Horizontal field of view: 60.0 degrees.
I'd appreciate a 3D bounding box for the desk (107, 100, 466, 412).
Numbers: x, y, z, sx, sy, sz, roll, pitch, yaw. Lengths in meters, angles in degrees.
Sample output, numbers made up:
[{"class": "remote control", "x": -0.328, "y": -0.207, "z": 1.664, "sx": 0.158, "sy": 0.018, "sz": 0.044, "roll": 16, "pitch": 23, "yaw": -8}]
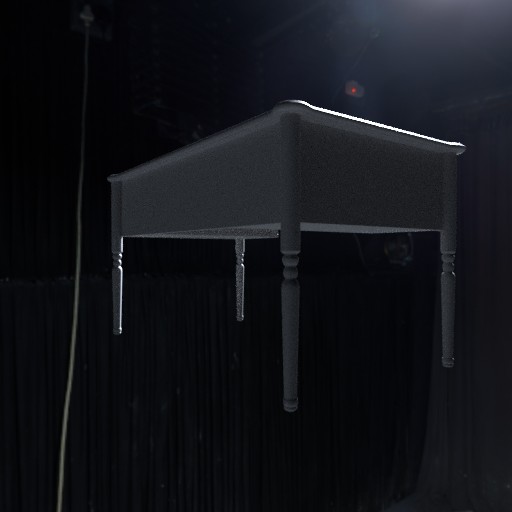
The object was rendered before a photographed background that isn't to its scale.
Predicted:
[{"class": "desk", "x": 0.000, "y": 0.000, "z": 1.829, "sx": 0.807, "sy": 0.762, "sz": 1.380, "roll": 0, "pitch": 1, "yaw": -36}]
